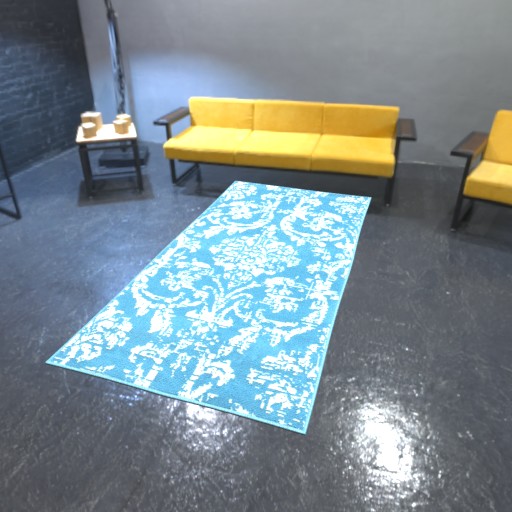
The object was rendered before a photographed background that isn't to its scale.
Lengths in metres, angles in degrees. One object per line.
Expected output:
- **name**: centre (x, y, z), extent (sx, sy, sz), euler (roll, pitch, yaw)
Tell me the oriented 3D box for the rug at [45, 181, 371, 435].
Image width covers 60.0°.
- **rug**: centre (0.000, 0.000, 1.421), extent (0.604, 0.007, 1.219), euler (10, 32, 16)
